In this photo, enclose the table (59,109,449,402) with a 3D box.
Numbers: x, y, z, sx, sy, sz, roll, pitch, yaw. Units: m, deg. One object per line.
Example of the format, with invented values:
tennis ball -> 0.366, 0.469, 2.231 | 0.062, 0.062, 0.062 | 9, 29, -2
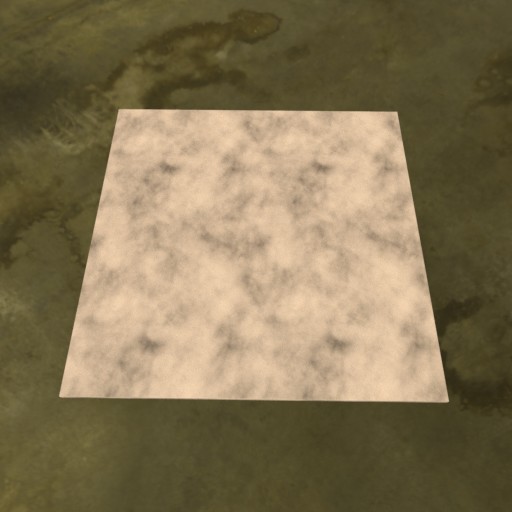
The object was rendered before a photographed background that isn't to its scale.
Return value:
table -> 0.000, 0.000, 1.349 | 0.890, 0.305, 0.890 | 1, 63, 0
